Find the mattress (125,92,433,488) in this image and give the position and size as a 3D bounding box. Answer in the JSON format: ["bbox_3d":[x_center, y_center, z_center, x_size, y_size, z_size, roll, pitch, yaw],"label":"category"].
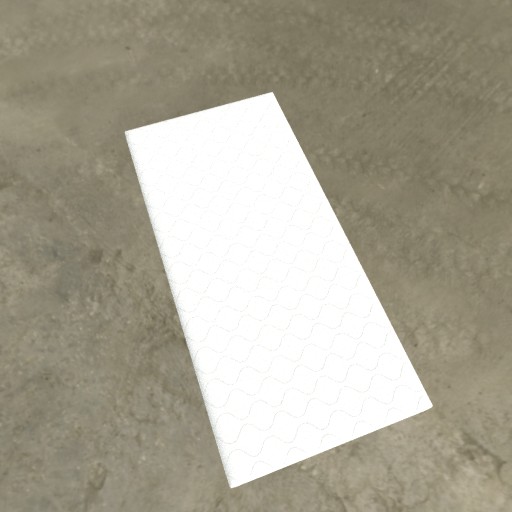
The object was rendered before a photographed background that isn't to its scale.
[{"bbox_3d":[0.000,0.000,2.251,0.900,0.200,1.900,-18,65,-9],"label":"mattress"}]
